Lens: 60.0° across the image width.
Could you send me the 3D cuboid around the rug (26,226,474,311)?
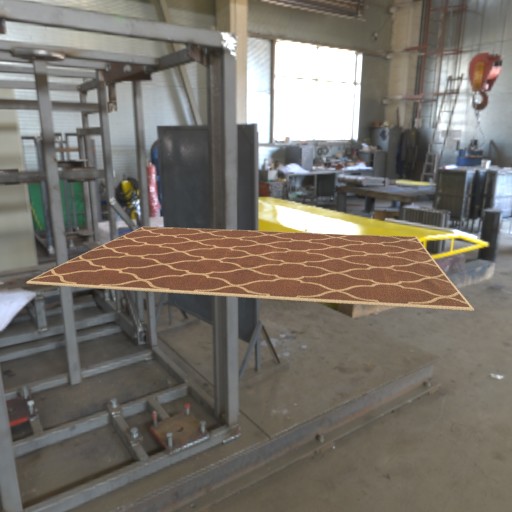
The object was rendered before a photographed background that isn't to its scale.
[{"bbox_3d":[0.000,0.000,2.934,2.290,0.014,1.526,3,16,9],"label":"rug"}]
